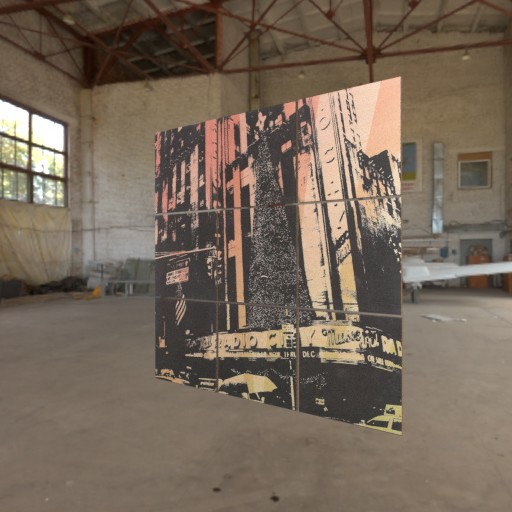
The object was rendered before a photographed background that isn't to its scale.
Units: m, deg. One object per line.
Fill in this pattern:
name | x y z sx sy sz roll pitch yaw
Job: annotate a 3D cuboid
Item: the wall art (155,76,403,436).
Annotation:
wall art | 0.000 0.000 1.853 1.216 1.216 0.013 0 0 35
